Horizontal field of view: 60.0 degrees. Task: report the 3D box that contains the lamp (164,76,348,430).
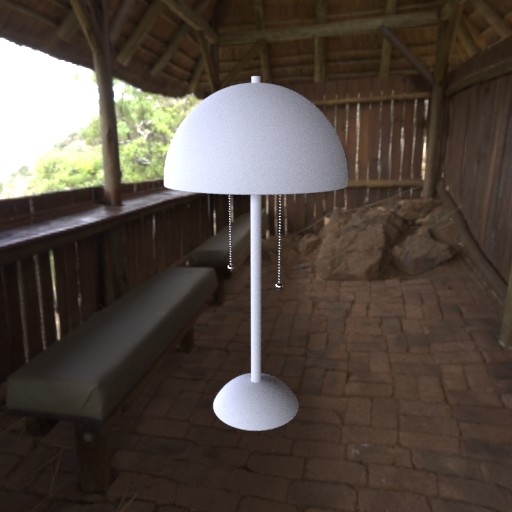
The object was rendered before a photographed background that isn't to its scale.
[{"bbox_3d":[0.000,0.000,0.437,0.171,0.330,0.171,0,15,0],"label":"lamp"}]
